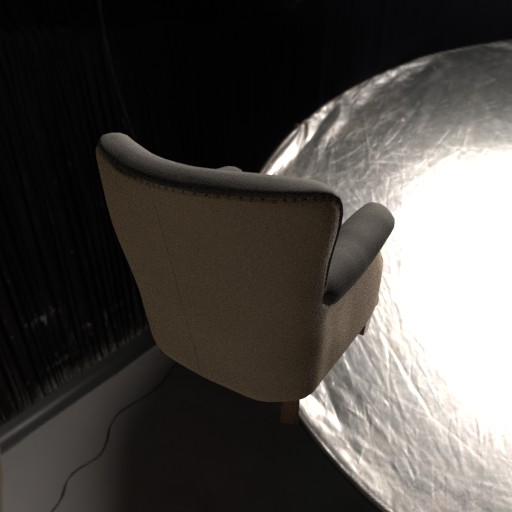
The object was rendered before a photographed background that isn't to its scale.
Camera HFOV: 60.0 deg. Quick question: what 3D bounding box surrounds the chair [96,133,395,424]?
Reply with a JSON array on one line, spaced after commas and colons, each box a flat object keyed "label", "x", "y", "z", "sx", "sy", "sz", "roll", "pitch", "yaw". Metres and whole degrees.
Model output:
[{"label": "chair", "x": 0.000, "y": 0.000, "z": 1.657, "sx": 0.861, "sy": 0.936, "sz": 0.921, "roll": 20, "pitch": 36, "yaw": 31}]
